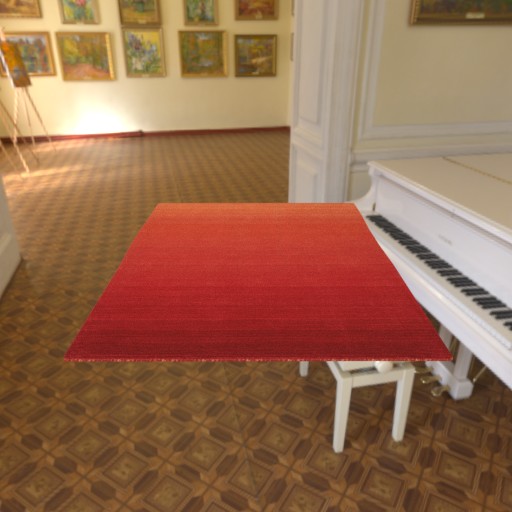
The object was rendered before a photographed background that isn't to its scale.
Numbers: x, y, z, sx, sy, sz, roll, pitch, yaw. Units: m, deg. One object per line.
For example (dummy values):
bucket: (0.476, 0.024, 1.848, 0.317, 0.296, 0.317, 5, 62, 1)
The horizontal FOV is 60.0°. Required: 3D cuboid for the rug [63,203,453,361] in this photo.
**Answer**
rug: (0.000, 0.000, 3.932, 2.340, 0.028, 2.905, 0, 25, 0)
